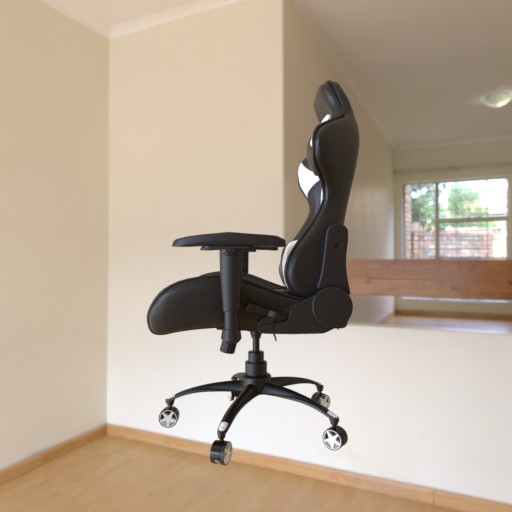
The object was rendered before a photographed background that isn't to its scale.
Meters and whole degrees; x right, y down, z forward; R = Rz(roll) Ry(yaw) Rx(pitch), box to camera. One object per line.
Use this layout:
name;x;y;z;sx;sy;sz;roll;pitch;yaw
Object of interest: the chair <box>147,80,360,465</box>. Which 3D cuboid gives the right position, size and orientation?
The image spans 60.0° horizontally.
chair;0.000;0.000;1.677;0.695;1.285;0.730;0;0;1
